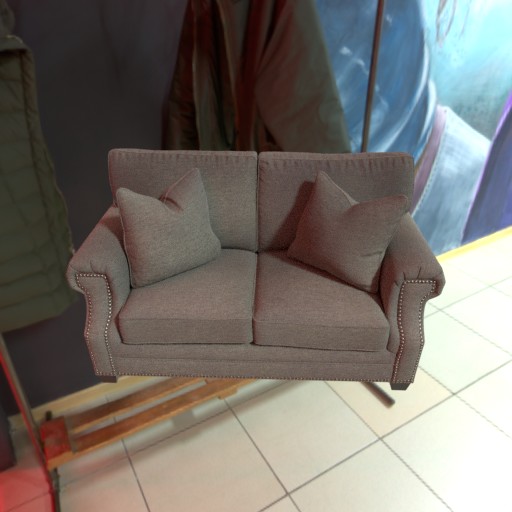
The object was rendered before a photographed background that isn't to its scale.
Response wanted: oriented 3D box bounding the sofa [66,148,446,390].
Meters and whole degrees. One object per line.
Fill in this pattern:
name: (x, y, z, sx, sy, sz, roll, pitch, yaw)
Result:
sofa: (0.000, 0.000, 2.308, 1.701, 0.966, 0.966, 1, 30, 2)
